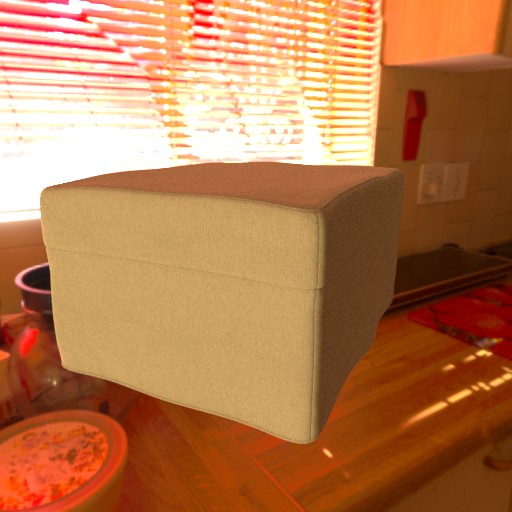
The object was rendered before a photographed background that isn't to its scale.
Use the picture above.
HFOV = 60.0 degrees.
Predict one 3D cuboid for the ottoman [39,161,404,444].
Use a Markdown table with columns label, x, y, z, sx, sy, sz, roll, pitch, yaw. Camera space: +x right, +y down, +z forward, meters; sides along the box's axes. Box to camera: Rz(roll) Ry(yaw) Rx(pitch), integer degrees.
| label | x | y | z | sx | sy | sz | roll | pitch | yaw |
| --- | --- | --- | --- | --- | --- | --- | --- | --- | --- |
| ottoman | 0.000 | 0.000 | 1.210 | 0.648 | 0.461 | 0.833 | 8 | 18 | 25 |
